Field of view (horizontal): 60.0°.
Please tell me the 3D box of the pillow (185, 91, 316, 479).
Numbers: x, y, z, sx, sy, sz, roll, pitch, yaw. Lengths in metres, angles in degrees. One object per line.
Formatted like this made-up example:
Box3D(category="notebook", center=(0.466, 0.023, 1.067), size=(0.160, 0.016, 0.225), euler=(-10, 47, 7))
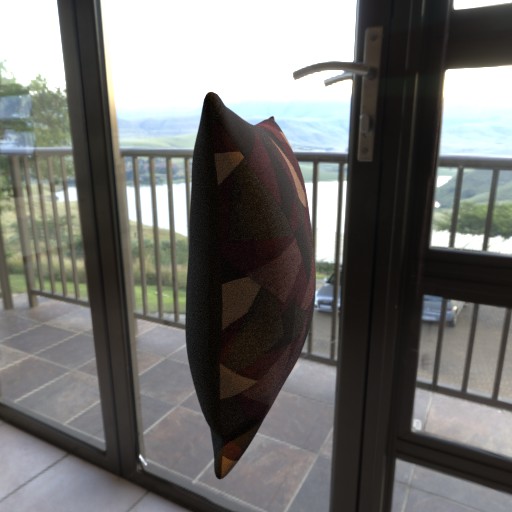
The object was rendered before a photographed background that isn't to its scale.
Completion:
Box3D(category="pillow", center=(0.000, 0.000, 0.767), size=(0.208, 0.496, 0.503), euler=(3, 16, 10))
